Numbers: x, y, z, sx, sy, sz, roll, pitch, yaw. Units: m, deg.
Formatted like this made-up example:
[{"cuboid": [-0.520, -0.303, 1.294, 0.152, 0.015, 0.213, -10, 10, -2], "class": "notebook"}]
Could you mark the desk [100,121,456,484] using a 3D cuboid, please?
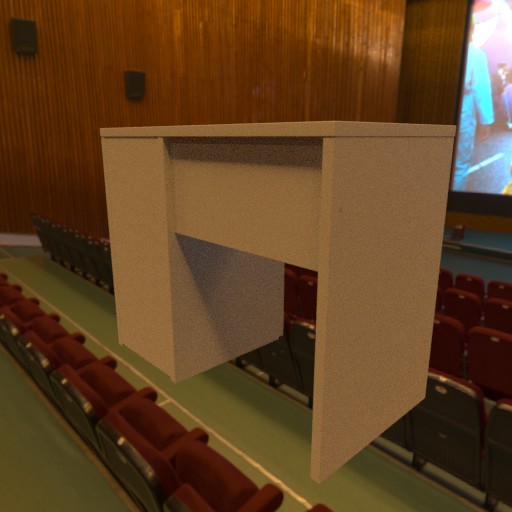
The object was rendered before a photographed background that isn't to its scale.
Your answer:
[{"cuboid": [0.000, 0.000, 1.308, 0.482, 0.730, 0.898, -14, 20, -41], "class": "desk"}]
